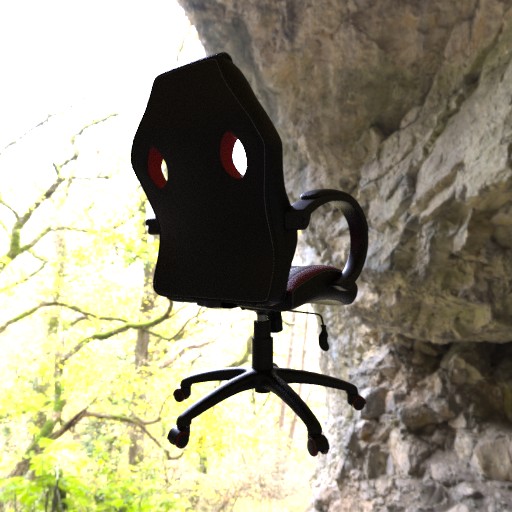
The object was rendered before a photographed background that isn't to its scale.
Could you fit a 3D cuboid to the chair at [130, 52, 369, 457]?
[{"bbox_3d":[0.000,0.000,1.646,0.750,1.189,0.783,0,1,36],"label":"chair"}]
